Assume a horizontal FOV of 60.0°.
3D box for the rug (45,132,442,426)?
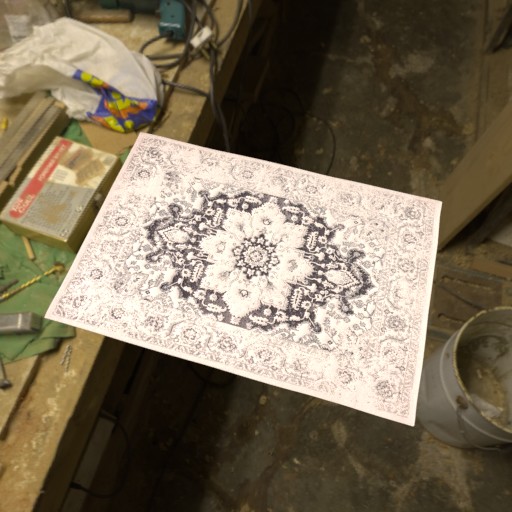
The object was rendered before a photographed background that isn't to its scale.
[{"bbox_3d":[0.000,0.000,2.320,1.813,0.008,1.223,15,65,7],"label":"rug"}]
